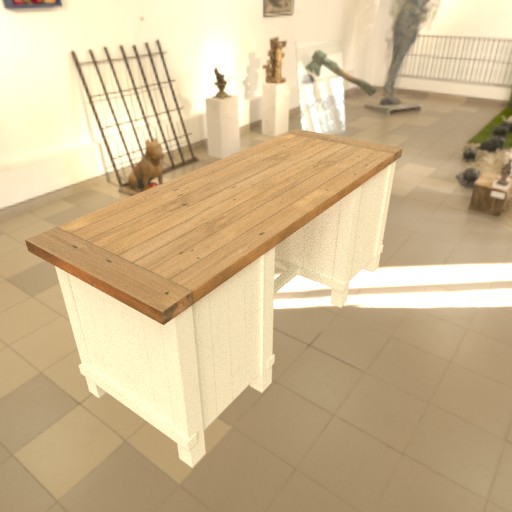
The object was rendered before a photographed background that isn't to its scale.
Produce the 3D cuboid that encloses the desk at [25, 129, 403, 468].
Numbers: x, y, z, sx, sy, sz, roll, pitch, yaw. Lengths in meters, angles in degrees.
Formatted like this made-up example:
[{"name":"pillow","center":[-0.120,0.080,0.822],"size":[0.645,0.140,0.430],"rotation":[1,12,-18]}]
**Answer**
[{"name":"desk","center":[0.000,0.000,2.200],"size":[0.688,0.760,1.803],"rotation":[21,37,31]}]
